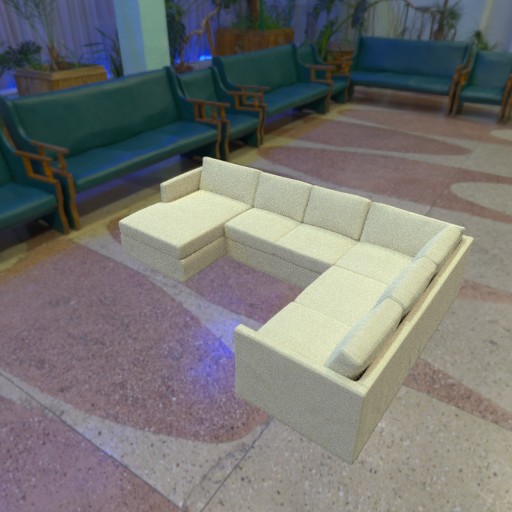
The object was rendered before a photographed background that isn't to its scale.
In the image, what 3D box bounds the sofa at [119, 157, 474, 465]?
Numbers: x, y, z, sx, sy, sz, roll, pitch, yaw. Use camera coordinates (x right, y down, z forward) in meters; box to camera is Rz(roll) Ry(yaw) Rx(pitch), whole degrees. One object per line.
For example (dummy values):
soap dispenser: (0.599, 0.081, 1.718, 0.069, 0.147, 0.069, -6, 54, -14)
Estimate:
sofa: (0.000, 0.000, 4.453, 3.464, 0.882, 2.448, 21, 38, 31)
